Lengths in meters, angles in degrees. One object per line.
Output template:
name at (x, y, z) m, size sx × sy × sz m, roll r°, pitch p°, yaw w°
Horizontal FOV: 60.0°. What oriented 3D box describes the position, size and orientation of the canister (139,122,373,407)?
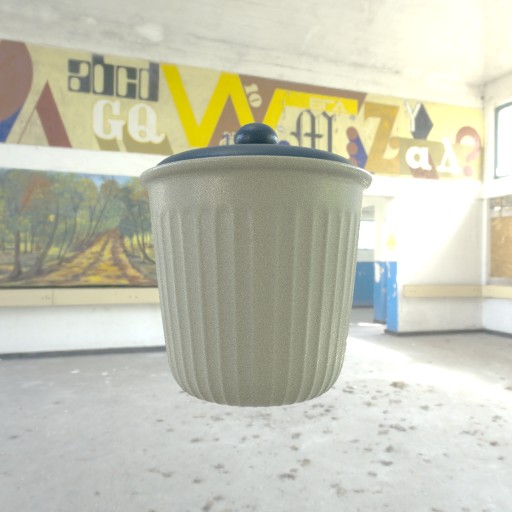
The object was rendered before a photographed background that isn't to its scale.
canister at (0.000, 0.000, 0.354) m, size 0.181 × 0.211 × 0.181 m, roll 0°, pitch -1°, yaw 0°
